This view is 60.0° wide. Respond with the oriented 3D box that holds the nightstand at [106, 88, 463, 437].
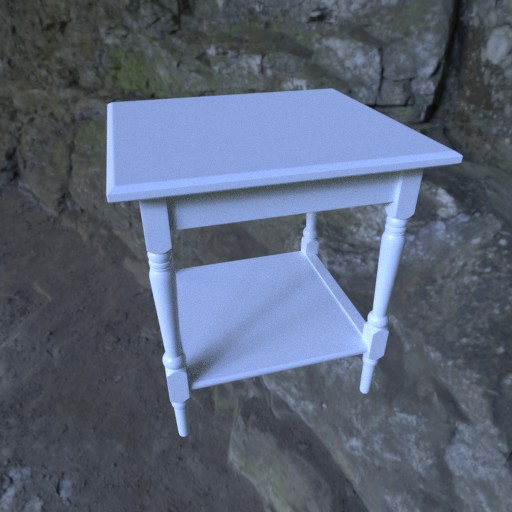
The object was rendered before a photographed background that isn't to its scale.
[{"bbox_3d":[0.000,0.000,0.927,0.505,0.555,0.459,-9,33,-13],"label":"nightstand"}]
